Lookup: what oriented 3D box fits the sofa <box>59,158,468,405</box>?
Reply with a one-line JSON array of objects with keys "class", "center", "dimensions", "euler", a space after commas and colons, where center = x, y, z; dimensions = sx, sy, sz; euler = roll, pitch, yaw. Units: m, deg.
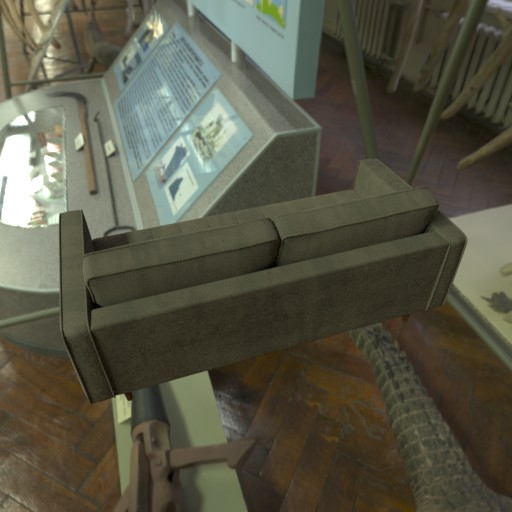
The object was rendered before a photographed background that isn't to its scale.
[{"class": "sofa", "center": [0.000, 0.000, 2.380], "dimensions": [1.920, 0.825, 0.924], "euler": [-12, 42, -14]}]
